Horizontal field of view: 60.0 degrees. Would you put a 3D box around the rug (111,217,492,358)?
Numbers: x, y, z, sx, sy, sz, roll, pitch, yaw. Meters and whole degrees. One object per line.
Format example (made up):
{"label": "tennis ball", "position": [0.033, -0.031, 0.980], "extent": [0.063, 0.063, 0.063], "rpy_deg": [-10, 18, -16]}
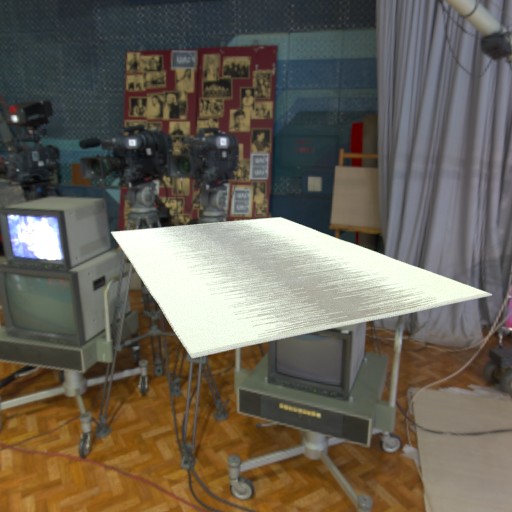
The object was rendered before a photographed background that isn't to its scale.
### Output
{"label": "rug", "position": [0.000, 0.000, 2.296], "extent": [1.226, 0.007, 1.815], "rpy_deg": [-7, 17, -24]}
